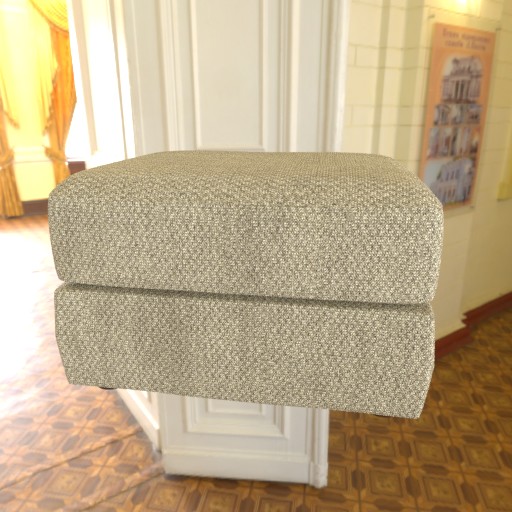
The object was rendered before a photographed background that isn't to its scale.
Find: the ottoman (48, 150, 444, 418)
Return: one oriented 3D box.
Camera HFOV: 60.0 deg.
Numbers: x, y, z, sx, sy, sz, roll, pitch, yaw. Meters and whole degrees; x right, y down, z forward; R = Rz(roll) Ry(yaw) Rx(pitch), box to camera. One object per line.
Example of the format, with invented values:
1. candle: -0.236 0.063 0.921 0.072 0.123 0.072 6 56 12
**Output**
1. ottoman: 0.000 0.000 1.079 0.751 0.476 0.603 3 18 9
